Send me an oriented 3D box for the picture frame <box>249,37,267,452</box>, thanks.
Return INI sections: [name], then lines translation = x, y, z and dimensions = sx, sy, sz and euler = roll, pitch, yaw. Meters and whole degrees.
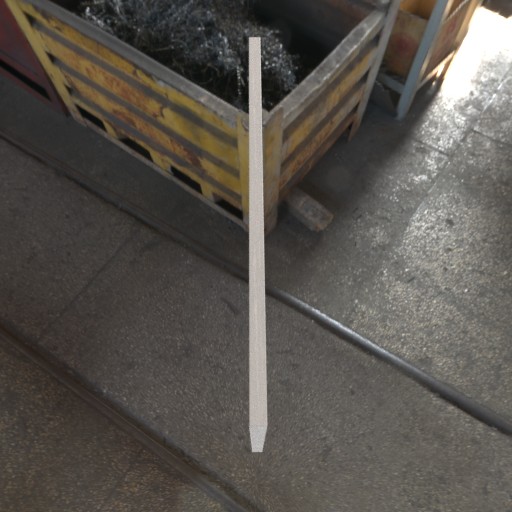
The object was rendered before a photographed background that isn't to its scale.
[picture frame]
translation = 0.000, 0.000, 1.219
dimensions = 0.029, 0.640, 0.950
euler = 0, 63, 0
